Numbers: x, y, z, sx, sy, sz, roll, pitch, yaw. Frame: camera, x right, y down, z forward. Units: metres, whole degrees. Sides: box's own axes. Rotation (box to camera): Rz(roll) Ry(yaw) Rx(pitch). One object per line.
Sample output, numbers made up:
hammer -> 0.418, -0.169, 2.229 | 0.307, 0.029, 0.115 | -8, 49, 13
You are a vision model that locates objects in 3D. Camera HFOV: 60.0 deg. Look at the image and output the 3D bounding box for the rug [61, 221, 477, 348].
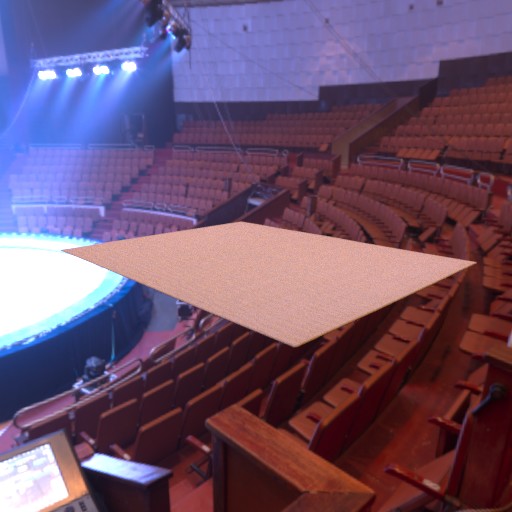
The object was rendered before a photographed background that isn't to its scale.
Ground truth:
rug -> 0.000, 0.000, 4.112 | 2.410, 0.021, 3.055 | -13, 19, -43
